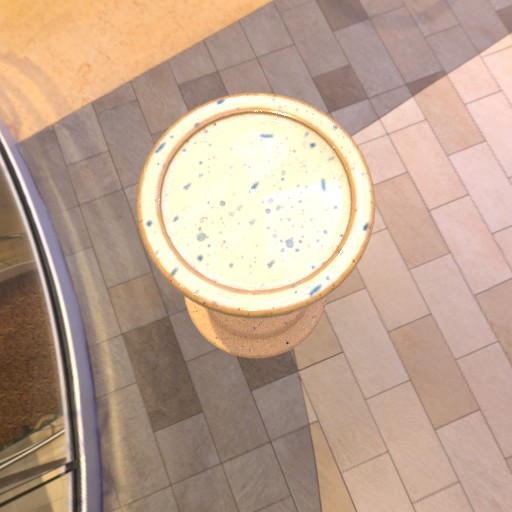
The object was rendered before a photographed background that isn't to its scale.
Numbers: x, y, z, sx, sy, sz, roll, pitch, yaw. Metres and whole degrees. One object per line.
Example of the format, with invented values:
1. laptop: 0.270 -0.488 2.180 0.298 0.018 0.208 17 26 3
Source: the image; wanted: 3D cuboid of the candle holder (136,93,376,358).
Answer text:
1. candle holder: 0.000 0.000 0.287 0.123 0.202 0.123 0 75 0
